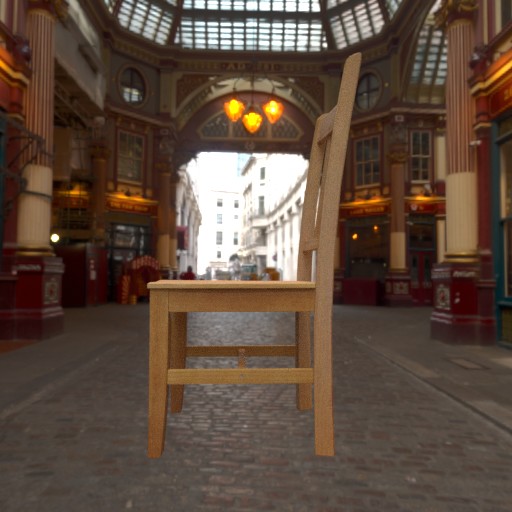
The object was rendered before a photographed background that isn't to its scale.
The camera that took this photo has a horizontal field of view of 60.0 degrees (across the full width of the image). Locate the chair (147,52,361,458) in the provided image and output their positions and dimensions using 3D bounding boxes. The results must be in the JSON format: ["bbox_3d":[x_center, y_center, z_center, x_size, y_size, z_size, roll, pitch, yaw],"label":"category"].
[{"bbox_3d":[0.000,0.000,1.299,0.556,0.998,0.450,0,-2,-2],"label":"chair"}]
